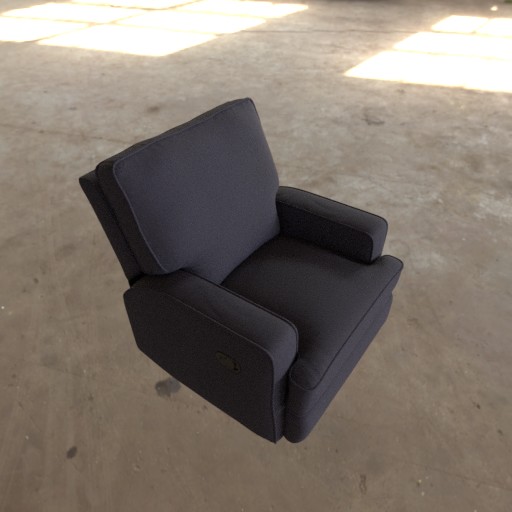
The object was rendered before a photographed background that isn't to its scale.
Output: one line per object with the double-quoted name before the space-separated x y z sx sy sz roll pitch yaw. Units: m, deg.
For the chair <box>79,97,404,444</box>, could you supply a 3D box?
"chair" 0.000 0.000 1.739 0.964 0.962 0.861 25 46 27
